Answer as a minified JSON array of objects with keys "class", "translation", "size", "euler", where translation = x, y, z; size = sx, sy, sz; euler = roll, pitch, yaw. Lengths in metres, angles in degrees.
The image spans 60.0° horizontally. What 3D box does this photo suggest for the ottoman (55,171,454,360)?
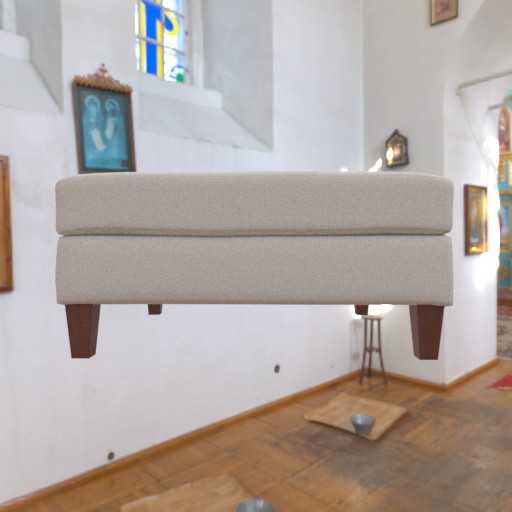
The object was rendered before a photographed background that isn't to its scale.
[{"class":"ottoman","translation":[0.000,0.000,1.461],"size":[0.976,0.492,0.836],"euler":[0,1,1]}]
